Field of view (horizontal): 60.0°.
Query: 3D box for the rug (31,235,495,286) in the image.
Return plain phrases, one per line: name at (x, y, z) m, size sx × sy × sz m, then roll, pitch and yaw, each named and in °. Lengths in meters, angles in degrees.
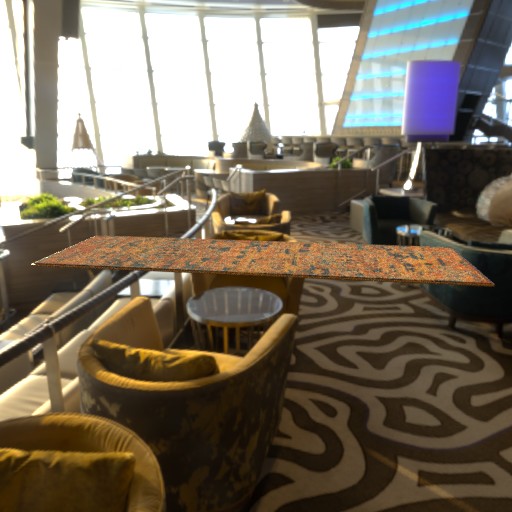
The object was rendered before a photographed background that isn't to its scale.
rug at (0.000, 0.000, 1.983) m, size 1.820 × 0.013 × 0.556 m, roll 2°, pitch 15°, yaw 8°
